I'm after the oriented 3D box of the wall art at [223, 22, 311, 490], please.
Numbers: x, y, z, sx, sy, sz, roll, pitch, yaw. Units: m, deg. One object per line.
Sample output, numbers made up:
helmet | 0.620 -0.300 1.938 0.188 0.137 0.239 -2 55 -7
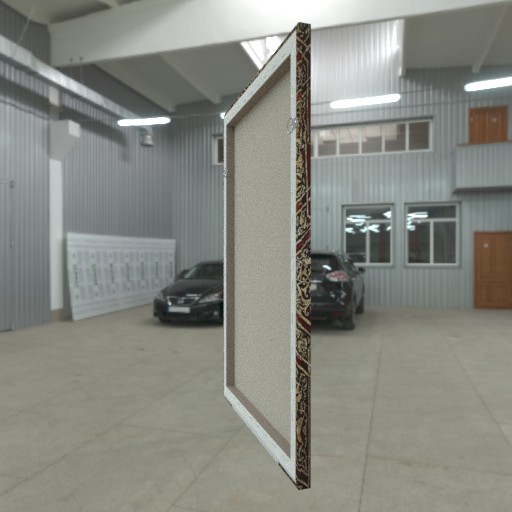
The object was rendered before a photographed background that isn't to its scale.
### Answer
wall art | 0.000 0.000 1.144 0.030 0.904 0.599 0 0 -18
